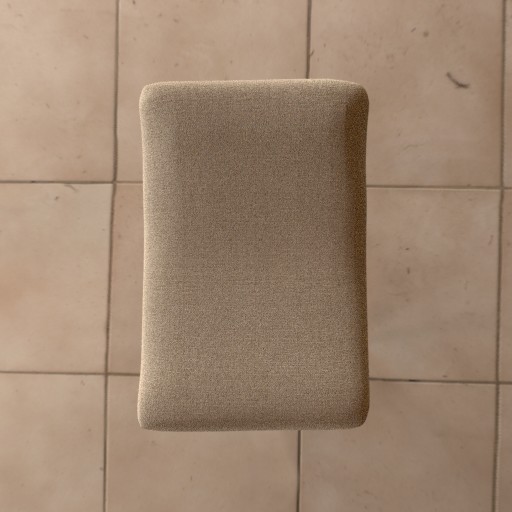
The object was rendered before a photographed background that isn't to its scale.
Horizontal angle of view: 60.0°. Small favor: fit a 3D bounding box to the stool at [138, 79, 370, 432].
[{"bbox_3d":[0.000,0.000,0.933,0.363,0.669,0.509,0,90,1],"label":"stool"}]
